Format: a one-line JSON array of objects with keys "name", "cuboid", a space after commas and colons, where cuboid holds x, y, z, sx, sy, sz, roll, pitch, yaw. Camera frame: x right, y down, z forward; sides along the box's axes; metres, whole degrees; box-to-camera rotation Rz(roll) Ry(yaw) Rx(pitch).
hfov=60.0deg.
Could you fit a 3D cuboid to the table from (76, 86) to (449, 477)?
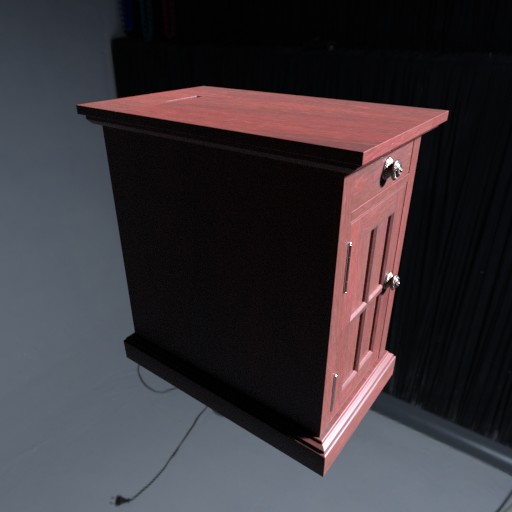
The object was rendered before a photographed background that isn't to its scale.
[{"name": "table", "cuboid": [0.000, 0.000, 0.952, 0.584, 0.612, 0.356, 19, 33, 32]}]
